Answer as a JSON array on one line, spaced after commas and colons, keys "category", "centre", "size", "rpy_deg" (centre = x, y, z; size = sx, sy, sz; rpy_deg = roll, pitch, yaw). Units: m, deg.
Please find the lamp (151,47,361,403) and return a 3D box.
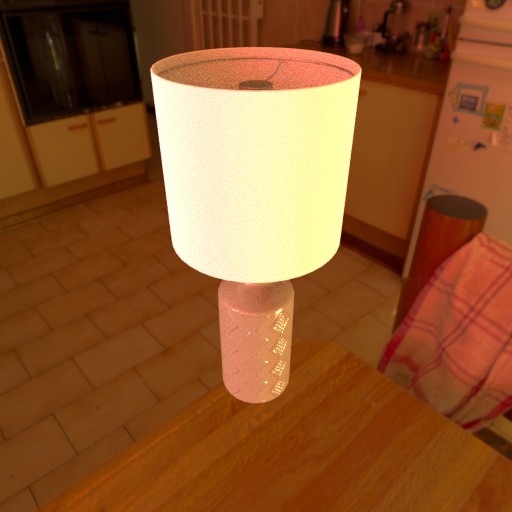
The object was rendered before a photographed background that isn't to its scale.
[{"category": "lamp", "centre": [0.000, 0.000, 0.571], "size": [0.207, 0.461, 0.207], "rpy_deg": [10, 35, 15]}]
